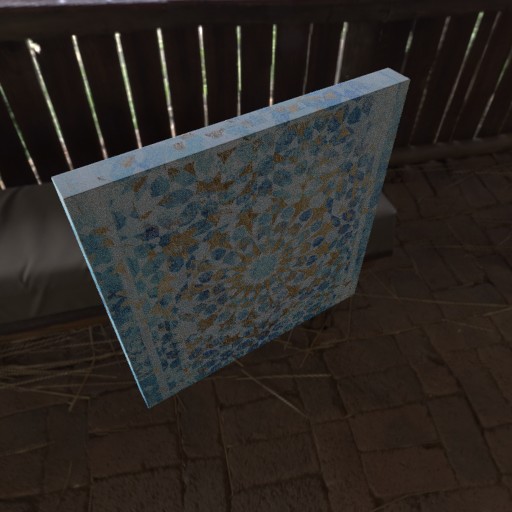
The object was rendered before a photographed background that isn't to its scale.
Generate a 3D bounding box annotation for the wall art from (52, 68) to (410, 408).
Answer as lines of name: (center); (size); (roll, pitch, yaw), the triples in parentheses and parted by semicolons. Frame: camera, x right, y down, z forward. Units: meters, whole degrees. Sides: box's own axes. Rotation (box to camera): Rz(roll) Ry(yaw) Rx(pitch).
wall art: (0.000, 0.000, 0.602); (0.405, 0.405, 0.037); (-25, 52, -21)
